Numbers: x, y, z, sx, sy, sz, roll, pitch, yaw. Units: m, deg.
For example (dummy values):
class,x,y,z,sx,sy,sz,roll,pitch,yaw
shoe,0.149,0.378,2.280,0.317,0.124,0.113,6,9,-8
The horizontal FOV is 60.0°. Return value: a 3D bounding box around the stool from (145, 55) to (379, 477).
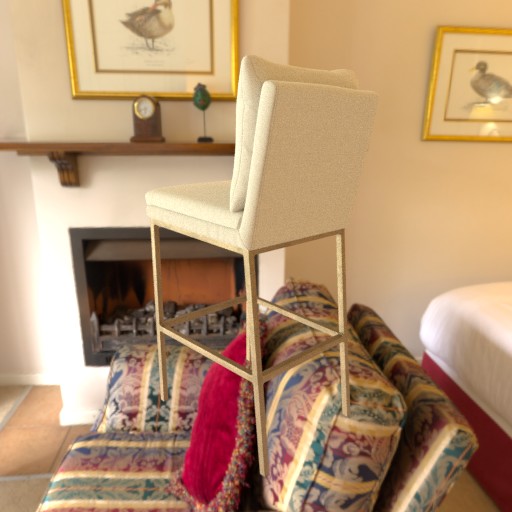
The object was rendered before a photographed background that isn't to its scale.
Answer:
class,x,y,z,sx,sy,sz,roll,pitch,yaw
stool,0.000,0.000,1.439,0.463,1.125,0.572,-15,22,-41
